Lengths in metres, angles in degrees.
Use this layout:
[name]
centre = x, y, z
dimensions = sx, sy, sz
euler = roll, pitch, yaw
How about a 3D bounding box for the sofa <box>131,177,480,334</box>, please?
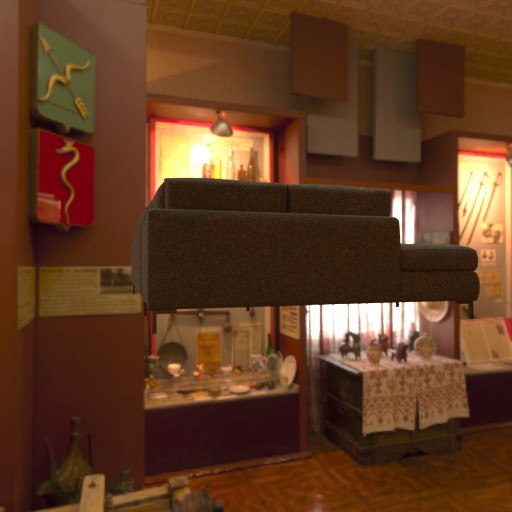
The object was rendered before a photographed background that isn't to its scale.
[sofa]
centre = 0.000, 0.000, 3.835
dimensions = 2.007, 0.813, 2.956
euler = 0, -1, -17
